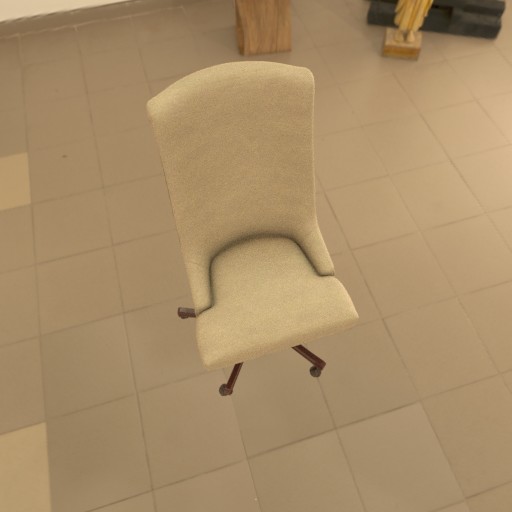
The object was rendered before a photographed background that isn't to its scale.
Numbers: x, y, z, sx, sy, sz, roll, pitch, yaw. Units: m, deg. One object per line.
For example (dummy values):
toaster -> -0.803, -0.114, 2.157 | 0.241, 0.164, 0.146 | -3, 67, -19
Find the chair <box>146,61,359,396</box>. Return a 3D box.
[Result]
chair -> 0.000, 0.000, 1.485 | 0.645, 1.010, 0.696 | -15, 62, -8
